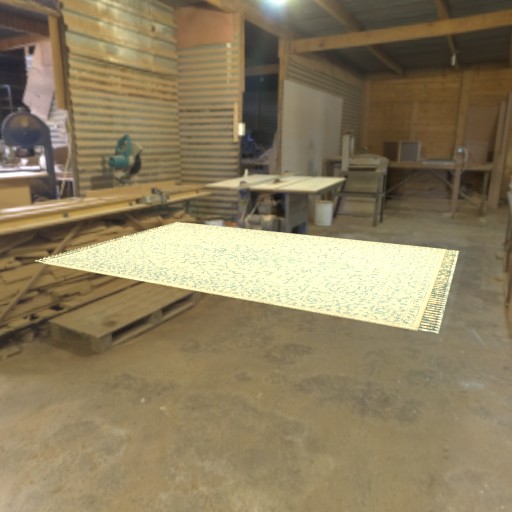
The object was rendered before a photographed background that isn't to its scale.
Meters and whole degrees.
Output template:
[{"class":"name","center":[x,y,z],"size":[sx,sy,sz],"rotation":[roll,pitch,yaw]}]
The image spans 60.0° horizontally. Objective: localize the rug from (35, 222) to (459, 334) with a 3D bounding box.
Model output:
[{"class":"rug","center":[0.000,0.000,2.993],"size":[2.438,0.010,1.524],"rotation":[7,17,26]}]
